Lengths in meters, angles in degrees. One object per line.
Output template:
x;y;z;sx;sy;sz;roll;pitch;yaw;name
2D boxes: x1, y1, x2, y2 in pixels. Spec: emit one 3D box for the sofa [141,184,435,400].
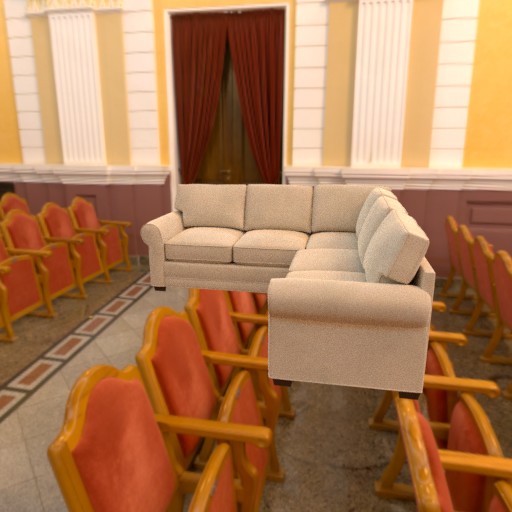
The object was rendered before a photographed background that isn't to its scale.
0.000;0.000;3.857;2.487;1.054;2.569;3;15;10;sofa
